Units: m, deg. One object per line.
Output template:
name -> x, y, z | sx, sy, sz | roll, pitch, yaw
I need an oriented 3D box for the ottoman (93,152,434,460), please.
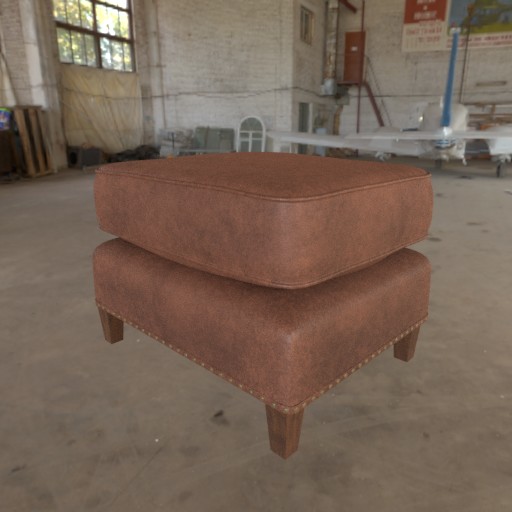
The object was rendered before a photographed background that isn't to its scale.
ottoman -> 0.000, 0.000, 1.174 | 0.738, 0.537, 0.589 | 16, 23, 42
